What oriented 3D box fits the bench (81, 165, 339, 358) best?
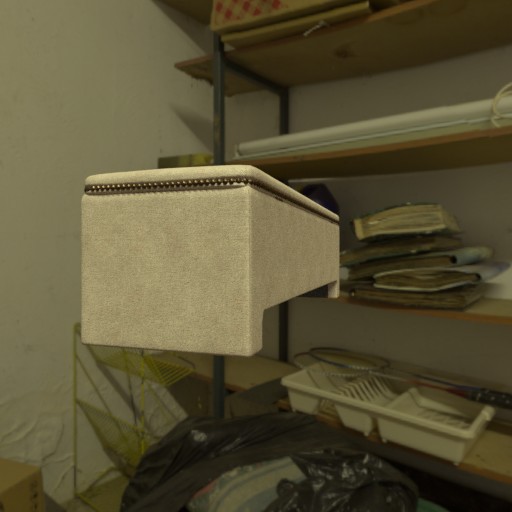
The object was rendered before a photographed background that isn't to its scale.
[{"bbox_3d":[0.000,0.000,1.746,0.470,0.447,1.482,0,0,18],"label":"bench"}]
